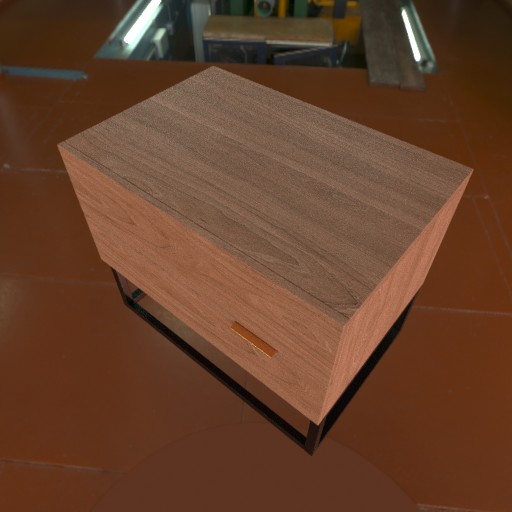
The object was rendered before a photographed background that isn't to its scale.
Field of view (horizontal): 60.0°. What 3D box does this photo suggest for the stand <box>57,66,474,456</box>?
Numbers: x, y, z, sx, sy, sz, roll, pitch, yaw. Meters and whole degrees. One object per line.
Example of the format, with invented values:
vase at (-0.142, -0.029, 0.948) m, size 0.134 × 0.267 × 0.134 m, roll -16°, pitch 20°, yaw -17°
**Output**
stand at (0.000, 0.000, 0.947) m, size 0.600 × 0.500 × 0.420 m, roll 32°, pitch 55°, yaw 25°
